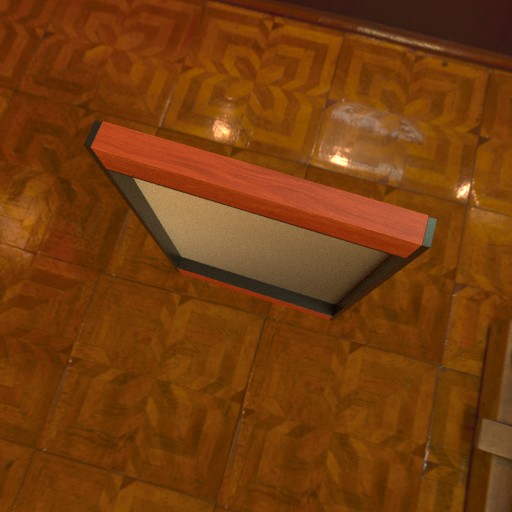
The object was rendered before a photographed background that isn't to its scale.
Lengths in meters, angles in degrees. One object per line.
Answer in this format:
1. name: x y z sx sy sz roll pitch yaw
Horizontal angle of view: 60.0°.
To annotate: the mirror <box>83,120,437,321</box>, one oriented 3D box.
1. mirror: 0.000 0.000 1.039 0.525 0.823 0.047 17 75 5
